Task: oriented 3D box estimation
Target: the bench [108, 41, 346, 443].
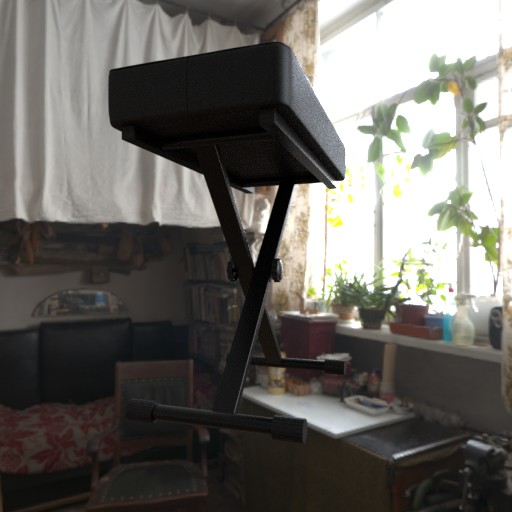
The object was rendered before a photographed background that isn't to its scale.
[{"bbox_3d":[0.000,0.000,0.909,0.300,0.561,0.600,0,-1,19],"label":"bench"}]
